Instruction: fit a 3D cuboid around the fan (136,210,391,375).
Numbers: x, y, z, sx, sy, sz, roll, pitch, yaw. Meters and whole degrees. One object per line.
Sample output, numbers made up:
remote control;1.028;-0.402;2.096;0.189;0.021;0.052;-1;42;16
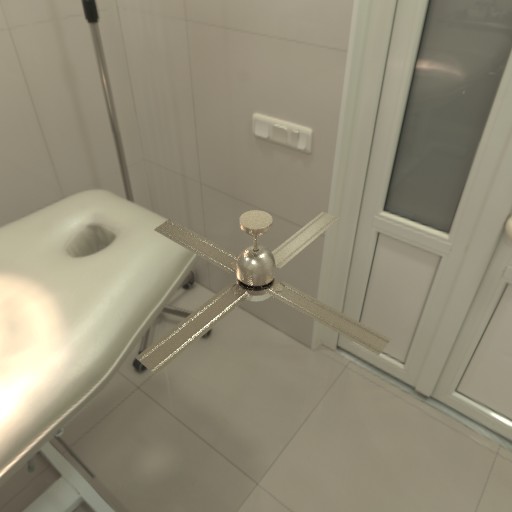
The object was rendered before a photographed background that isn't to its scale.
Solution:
fan;0.000;0.000;2.031;1.346;0.406;1.346;26;46;28
